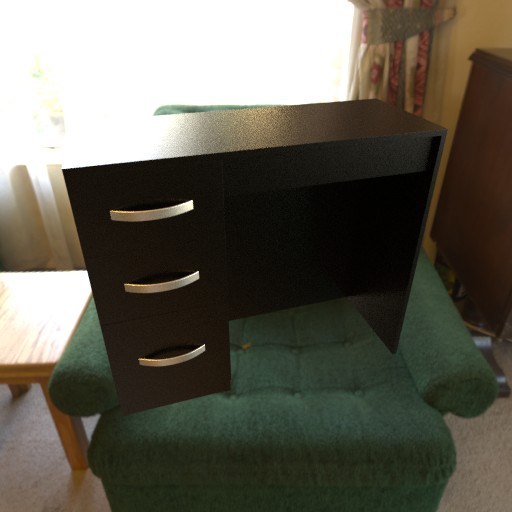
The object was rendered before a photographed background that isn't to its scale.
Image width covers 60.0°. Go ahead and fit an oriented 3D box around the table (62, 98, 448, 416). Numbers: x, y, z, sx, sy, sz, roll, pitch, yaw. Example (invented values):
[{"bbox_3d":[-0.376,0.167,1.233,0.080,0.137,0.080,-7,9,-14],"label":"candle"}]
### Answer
[{"bbox_3d":[0.000,0.000,1.360,0.930,0.790,0.380,-10,33,-15],"label":"table"}]
